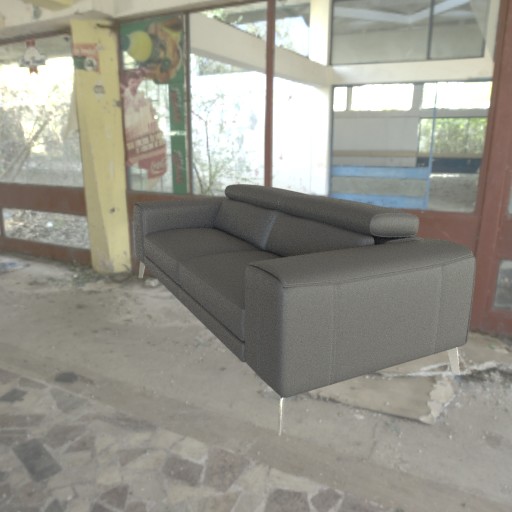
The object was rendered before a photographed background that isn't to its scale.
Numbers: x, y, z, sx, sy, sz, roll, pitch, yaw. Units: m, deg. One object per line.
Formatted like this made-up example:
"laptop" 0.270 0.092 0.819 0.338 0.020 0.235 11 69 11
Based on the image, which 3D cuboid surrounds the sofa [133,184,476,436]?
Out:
"sofa" 0.000 0.000 2.749 1.023 0.759 2.321 -7 16 -26
